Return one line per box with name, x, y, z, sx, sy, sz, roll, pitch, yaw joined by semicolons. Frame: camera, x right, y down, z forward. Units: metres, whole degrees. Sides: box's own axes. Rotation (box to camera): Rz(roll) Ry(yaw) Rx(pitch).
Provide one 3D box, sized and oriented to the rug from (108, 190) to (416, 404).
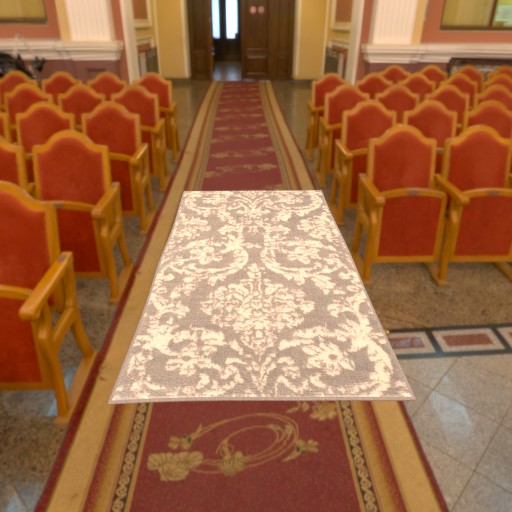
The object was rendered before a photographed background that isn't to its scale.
rug;0.000;0.000;1.402;0.604;0.007;1.219;-1;28;-1
